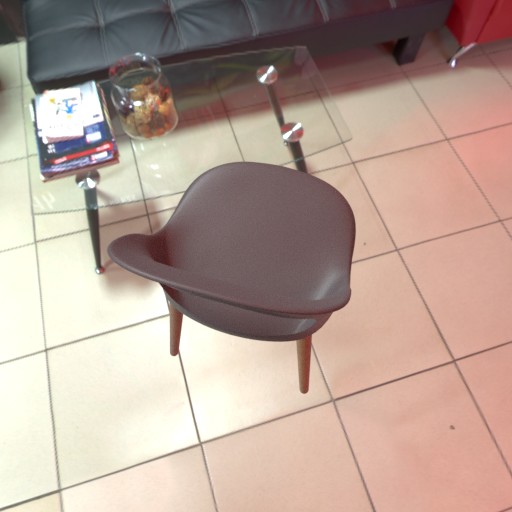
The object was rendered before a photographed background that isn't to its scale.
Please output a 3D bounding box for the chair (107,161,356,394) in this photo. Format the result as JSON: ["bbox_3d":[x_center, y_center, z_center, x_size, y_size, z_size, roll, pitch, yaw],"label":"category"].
[{"bbox_3d":[0.000,0.000,1.124,0.470,0.795,0.556,14,64,7],"label":"chair"}]
